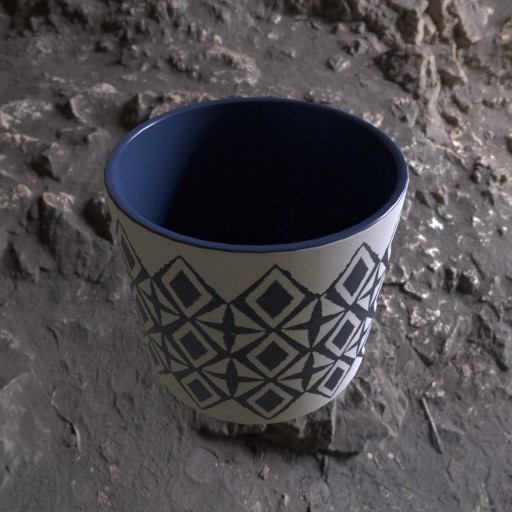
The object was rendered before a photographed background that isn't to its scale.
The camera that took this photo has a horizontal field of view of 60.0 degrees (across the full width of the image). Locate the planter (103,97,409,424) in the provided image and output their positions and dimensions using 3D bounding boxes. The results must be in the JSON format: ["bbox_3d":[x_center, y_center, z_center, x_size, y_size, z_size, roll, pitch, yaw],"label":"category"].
[{"bbox_3d":[0.000,0.000,0.324,0.182,0.165,0.182,0,42,0],"label":"planter"}]
